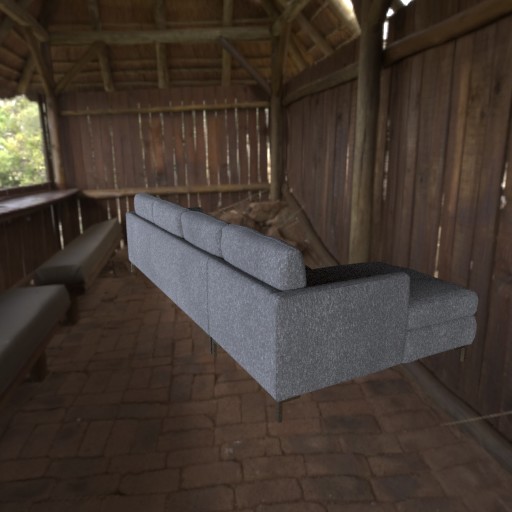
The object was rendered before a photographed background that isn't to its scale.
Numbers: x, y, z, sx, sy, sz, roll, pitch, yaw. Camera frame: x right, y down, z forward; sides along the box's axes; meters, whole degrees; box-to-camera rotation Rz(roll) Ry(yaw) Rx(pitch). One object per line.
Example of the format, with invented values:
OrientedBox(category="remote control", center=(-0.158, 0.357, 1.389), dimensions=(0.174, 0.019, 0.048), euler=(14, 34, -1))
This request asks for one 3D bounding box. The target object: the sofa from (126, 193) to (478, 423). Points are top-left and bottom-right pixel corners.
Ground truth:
OrientedBox(category="sofa", center=(0.000, 0.000, 3.446), dimensions=(1.350, 0.810, 2.932), euler=(-7, 16, -27))
